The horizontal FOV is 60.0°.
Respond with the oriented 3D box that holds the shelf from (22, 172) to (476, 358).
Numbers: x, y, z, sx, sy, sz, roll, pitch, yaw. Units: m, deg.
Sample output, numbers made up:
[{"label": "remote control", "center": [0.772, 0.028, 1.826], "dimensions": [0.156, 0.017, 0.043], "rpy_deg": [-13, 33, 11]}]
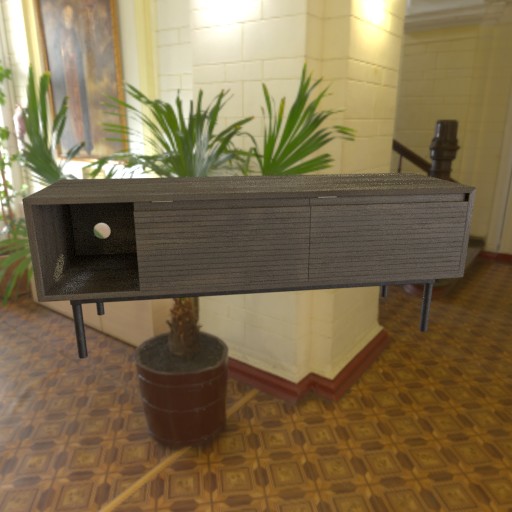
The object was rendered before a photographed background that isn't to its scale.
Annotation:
[{"label": "shelf", "center": [0.000, 0.000, 1.511], "dimensions": [1.300, 0.495, 0.400], "rpy_deg": [-3, 17, -9]}]
